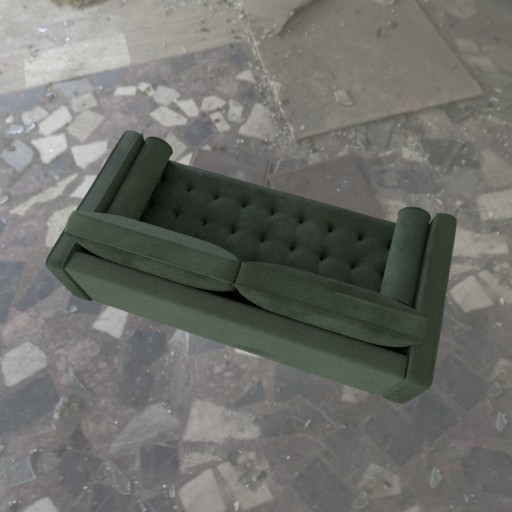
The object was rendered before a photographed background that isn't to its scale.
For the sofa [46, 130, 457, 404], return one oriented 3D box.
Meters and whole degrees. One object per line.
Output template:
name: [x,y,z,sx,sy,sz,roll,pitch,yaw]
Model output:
sofa: [0.000,0.000,2.340,1.880,0.772,0.916,17,65,8]
